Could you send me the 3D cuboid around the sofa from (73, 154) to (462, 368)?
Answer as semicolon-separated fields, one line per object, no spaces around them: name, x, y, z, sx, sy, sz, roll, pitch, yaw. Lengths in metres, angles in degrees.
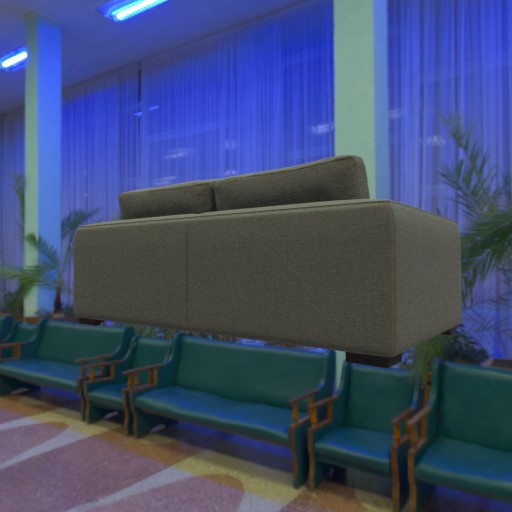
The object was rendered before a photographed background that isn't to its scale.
sofa;0.000;0.000;2.451;1.920;0.800;1.069;-1;-1;37
